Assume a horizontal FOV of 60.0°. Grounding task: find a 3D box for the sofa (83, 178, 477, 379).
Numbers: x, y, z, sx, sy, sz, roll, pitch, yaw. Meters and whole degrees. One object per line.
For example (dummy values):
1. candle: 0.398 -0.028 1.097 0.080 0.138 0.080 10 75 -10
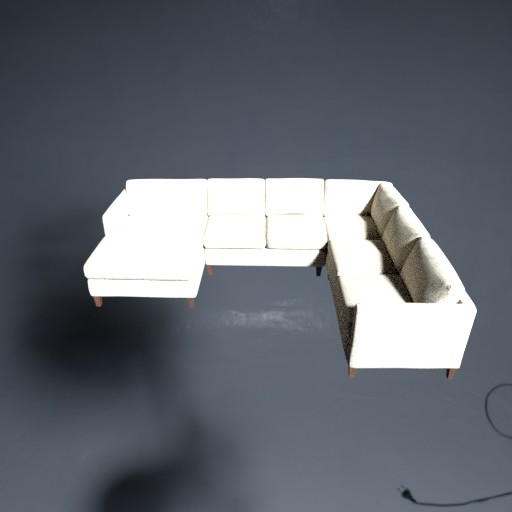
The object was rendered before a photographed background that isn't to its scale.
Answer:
1. sofa: 0.000 0.000 4.618 3.460 0.959 2.593 1 29 1
